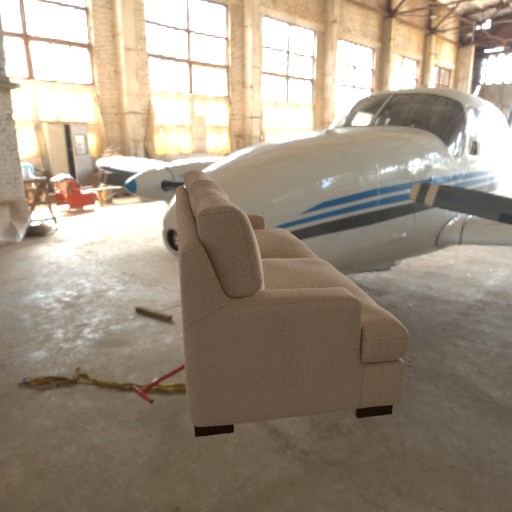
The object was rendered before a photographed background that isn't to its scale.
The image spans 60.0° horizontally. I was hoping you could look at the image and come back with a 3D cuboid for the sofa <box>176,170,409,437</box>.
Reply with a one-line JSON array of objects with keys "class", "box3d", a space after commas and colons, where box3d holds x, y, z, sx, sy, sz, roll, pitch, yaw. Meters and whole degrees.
[{"class": "sofa", "box3d": [0.000, 0.000, 2.711, 0.929, 0.925, 2.147, -3, 15, -10]}]
